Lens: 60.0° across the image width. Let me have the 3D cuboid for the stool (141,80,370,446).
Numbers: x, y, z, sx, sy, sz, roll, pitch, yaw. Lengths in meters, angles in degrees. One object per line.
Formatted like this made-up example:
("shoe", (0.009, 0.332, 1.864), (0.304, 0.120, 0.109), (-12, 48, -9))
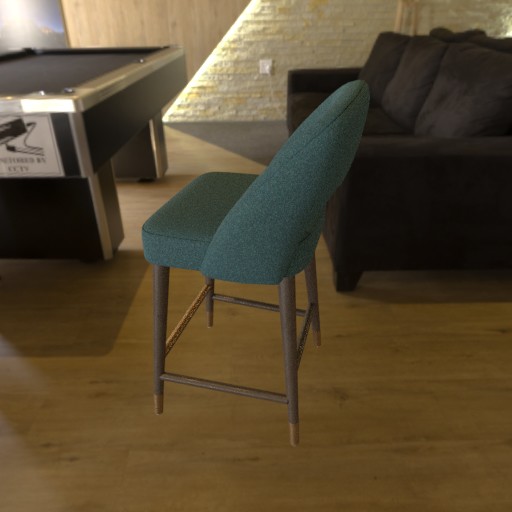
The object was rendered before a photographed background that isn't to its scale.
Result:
("stool", (0.000, 0.000, 1.255), (0.522, 0.939, 0.536), (8, 30, 13))
